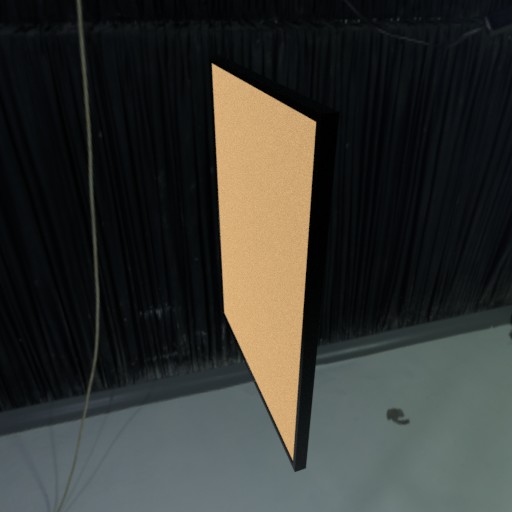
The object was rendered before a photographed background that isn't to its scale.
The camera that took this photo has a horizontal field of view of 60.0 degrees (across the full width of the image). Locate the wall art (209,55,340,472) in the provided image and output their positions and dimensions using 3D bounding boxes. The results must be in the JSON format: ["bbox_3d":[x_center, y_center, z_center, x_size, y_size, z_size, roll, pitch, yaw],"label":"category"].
[{"bbox_3d":[0.000,0.000,1.392,0.040,1.062,0.805,-10,33,-16],"label":"wall art"}]
